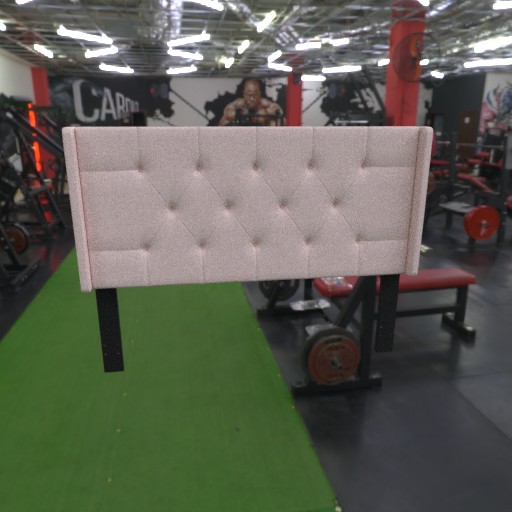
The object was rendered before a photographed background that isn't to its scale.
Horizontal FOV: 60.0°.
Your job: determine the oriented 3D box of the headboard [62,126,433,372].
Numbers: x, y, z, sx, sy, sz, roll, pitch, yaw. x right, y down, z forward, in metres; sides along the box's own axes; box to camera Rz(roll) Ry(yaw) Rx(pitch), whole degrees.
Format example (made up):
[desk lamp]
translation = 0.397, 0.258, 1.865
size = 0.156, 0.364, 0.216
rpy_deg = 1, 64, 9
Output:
[headboard]
translation = 0.000, 0.000, 2.722
size = 2.051, 1.524, 0.184
rpy_deg = -2, 17, -8
